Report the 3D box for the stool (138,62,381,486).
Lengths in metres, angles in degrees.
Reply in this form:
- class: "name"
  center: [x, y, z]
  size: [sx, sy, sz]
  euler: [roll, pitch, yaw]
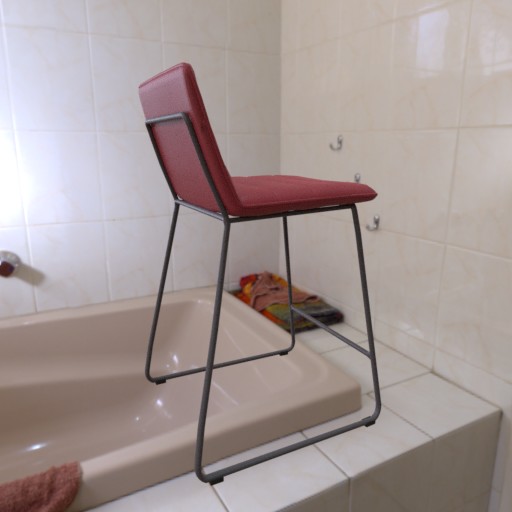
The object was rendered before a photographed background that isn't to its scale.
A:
- class: "stool"
  center: [0.000, 0.000, 1.165]
  size: [0.524, 0.866, 0.489]
  euler: [-7, 16, -26]
